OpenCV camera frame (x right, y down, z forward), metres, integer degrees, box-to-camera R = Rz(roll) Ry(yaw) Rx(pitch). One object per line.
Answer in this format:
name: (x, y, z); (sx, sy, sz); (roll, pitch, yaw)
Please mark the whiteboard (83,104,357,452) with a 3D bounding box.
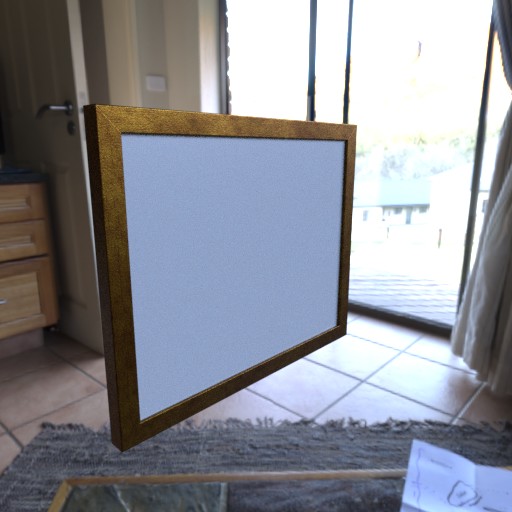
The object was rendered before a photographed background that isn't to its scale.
whiteboard: (0.000, 0.000, 0.765); (0.029, 0.457, 0.561); (12, 18, 43)
